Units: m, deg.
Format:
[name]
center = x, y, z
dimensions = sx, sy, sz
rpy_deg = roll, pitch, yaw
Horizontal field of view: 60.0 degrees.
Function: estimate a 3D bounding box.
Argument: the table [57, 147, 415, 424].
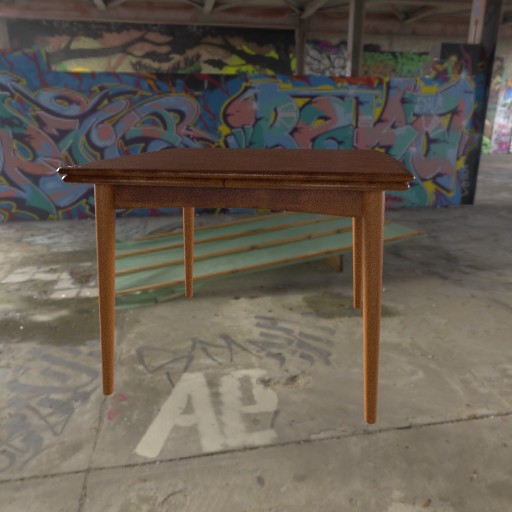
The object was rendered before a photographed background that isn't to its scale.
[table]
center = 0.000, 0.000, 1.713
dimensions = 0.991, 0.754, 0.991
rpy_deg = 3, 17, 9
